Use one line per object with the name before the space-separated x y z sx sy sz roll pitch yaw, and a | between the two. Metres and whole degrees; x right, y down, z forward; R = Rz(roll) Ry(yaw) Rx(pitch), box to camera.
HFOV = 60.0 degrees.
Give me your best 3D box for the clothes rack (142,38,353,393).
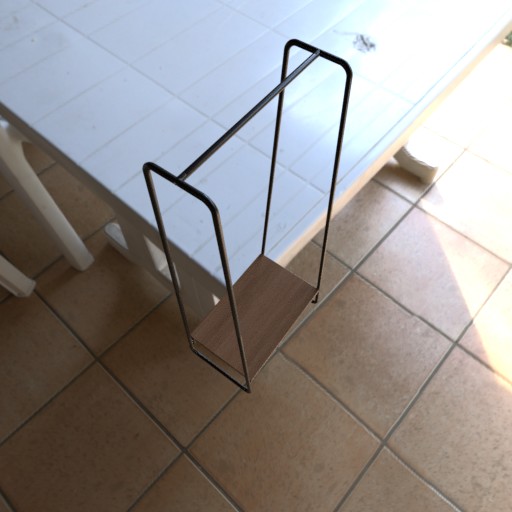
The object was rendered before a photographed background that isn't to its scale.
clothes rack | 0.000 0.000 1.804 0.400 1.500 0.640 32 64 18
